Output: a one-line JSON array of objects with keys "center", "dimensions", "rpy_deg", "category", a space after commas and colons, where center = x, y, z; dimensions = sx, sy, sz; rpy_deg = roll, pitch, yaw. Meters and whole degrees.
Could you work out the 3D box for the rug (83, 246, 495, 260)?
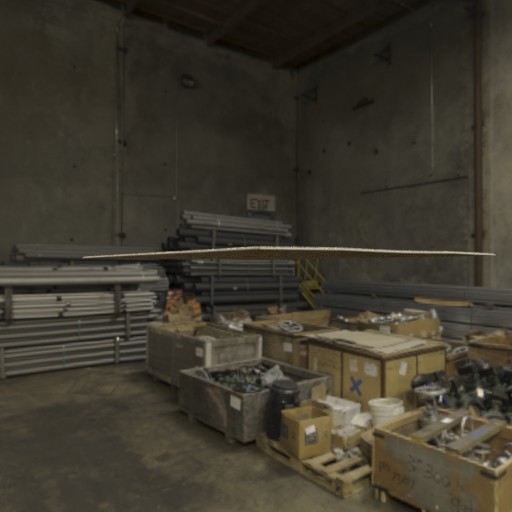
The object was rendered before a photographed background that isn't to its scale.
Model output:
[{"center": [0.000, 0.000, 3.882], "dimensions": [2.158, 0.024, 3.063], "rpy_deg": [1, -2, -36], "category": "rug"}]
